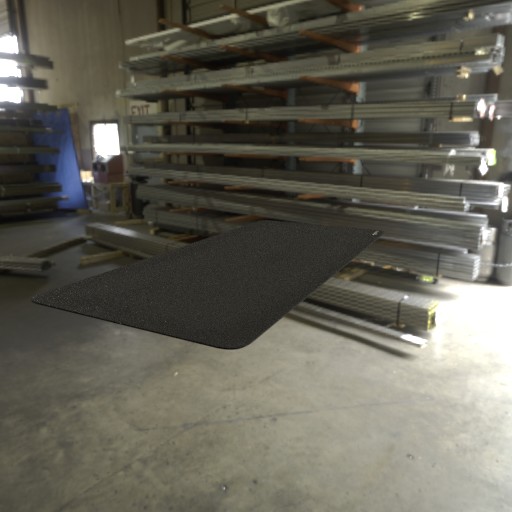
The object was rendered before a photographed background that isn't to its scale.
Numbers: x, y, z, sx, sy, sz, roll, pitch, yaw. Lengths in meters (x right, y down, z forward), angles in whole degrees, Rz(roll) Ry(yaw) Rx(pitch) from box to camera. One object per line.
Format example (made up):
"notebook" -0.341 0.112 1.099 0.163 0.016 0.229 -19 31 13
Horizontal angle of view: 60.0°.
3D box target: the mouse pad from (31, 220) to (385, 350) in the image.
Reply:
"mouse pad" 0.000 0.000 1.051 0.424 0.003 0.907 7 16 27
